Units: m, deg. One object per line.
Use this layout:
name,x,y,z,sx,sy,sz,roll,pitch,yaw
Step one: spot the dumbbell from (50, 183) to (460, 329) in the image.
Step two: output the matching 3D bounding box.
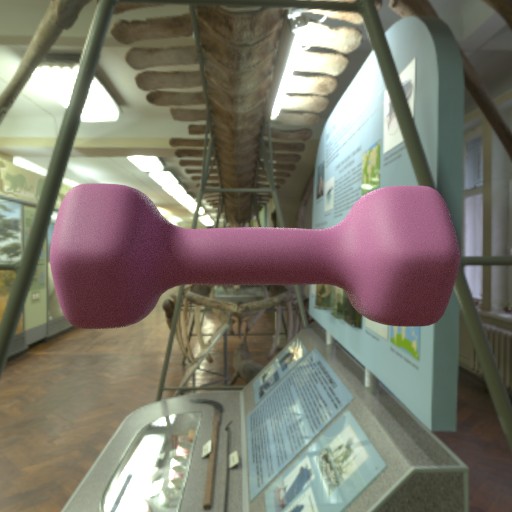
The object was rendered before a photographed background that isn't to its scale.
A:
dumbbell,0.000,0.000,0.187,0.159,0.058,0.064,0,0,-2
